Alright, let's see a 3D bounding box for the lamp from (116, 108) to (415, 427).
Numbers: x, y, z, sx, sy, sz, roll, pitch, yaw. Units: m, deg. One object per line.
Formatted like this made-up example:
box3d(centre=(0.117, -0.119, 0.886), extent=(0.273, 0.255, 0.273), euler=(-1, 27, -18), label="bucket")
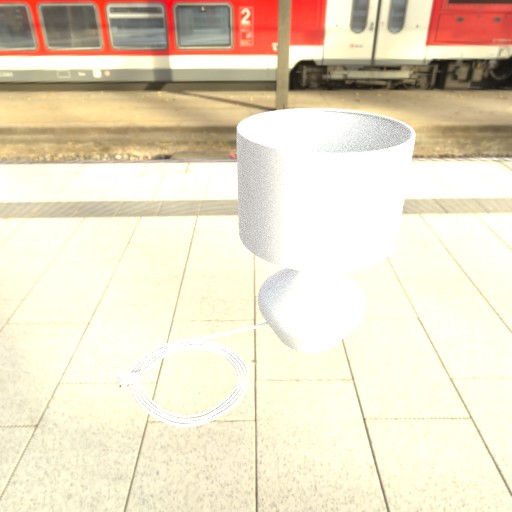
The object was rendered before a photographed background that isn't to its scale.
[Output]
box3d(centre=(0.000, 0.000, 0.840), extent=(0.546, 0.457, 0.401), euler=(-1, 30, -2), label="lamp")
